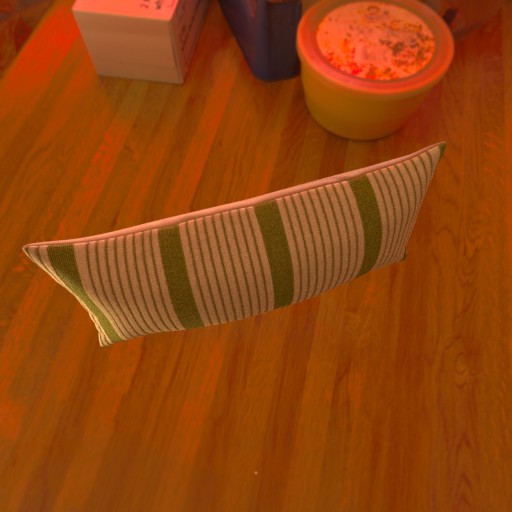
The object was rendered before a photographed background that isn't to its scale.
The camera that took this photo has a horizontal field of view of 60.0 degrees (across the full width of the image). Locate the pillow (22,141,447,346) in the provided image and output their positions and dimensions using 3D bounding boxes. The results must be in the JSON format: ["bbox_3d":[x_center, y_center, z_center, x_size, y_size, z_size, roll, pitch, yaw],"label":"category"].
[{"bbox_3d":[0.000,0.000,0.724,0.608,0.292,0.156,-15,65,-7],"label":"pillow"}]
